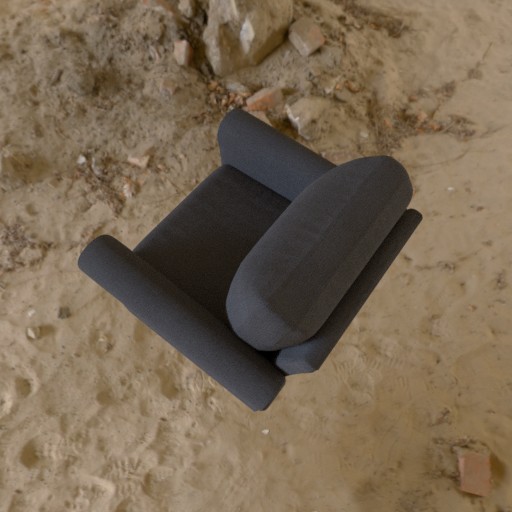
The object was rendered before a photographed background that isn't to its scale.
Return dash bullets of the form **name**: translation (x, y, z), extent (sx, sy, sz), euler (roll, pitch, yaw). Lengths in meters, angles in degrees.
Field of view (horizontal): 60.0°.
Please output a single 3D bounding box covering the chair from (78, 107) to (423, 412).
- **chair**: translation (0.000, 0.000, 1.602), extent (0.828, 0.942, 0.867), euler (34, 68, 16)
